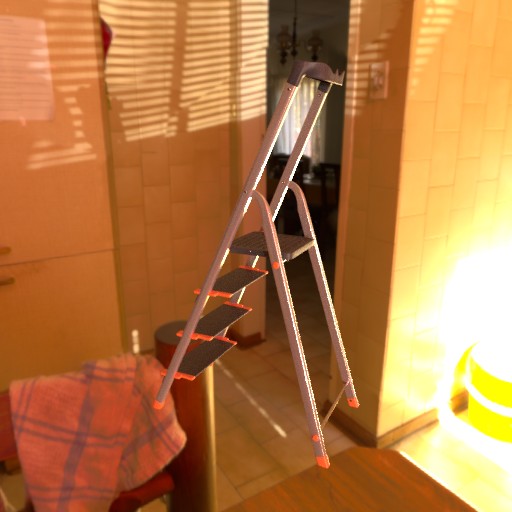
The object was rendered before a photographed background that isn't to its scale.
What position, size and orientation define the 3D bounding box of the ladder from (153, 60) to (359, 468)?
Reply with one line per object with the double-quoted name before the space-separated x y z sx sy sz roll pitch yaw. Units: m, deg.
"ladder" 0.000 0.000 1.833 0.834 1.429 0.452 8 18 26
